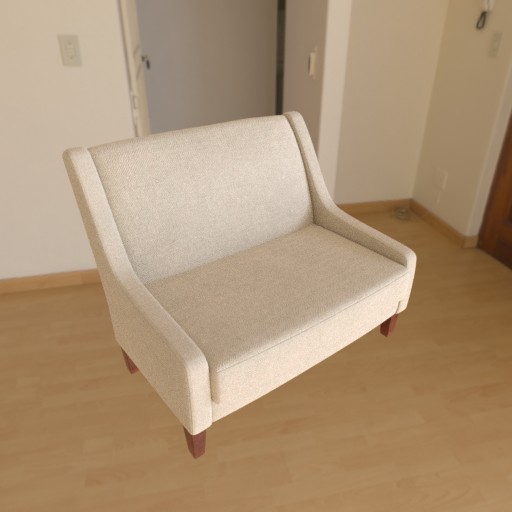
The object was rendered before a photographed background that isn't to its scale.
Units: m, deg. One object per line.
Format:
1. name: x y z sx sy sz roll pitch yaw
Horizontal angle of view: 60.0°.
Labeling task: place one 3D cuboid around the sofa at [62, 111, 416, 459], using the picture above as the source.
1. sofa: 0.000 0.000 1.954 1.212 0.976 0.946 -21 35 -33
